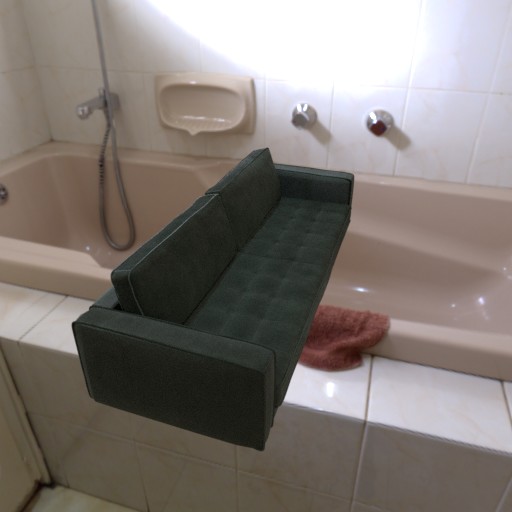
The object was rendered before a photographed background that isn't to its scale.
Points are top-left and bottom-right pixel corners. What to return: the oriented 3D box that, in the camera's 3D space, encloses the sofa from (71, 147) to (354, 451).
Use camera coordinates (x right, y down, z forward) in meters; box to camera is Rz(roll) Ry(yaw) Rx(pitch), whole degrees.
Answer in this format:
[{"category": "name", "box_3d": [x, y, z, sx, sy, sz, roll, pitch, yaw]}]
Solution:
[{"category": "sofa", "box_3d": [0.000, 0.000, 2.680, 0.886, 0.781, 2.214, 10, 32, 16]}]
